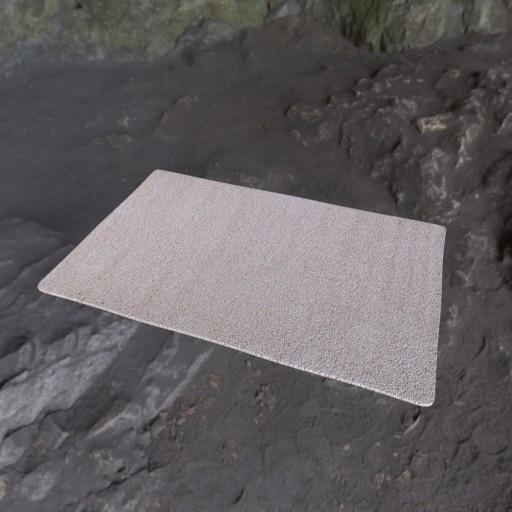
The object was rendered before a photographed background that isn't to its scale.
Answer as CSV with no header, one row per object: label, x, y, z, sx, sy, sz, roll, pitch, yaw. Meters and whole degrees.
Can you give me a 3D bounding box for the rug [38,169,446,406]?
rug,0.000,0.000,2.947,2.349,0.026,1.500,13,43,15
